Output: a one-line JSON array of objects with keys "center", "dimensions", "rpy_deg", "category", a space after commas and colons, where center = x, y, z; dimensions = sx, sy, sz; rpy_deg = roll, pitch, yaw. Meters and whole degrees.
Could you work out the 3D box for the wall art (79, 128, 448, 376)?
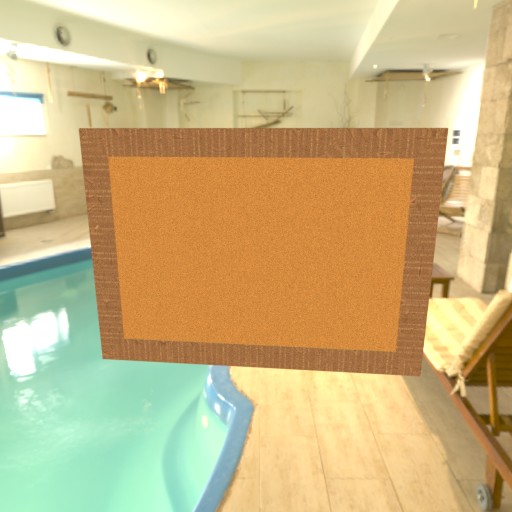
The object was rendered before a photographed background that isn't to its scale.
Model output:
[{"center": [0.000, 0.000, 1.371], "dimensions": [1.056, 0.761, 0.020], "rpy_deg": [2, 16, 6], "category": "wall art"}]
